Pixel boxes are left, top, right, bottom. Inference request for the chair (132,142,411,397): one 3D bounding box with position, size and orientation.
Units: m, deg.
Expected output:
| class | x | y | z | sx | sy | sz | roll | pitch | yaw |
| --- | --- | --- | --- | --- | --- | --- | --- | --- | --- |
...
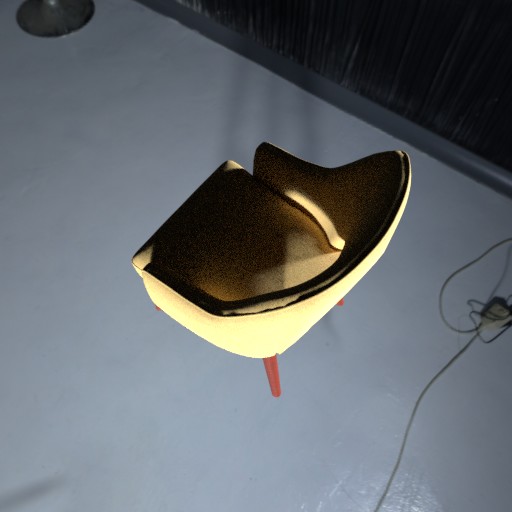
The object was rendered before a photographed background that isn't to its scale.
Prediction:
| class | x | y | z | sx | sy | sz | roll | pitch | yaw |
| --- | --- | --- | --- | --- | --- | --- | --- | --- | --- |
| chair | 0.000 | 0.000 | 1.256 | 0.605 | 0.849 | 0.548 | 33 | 68 | 16 |
